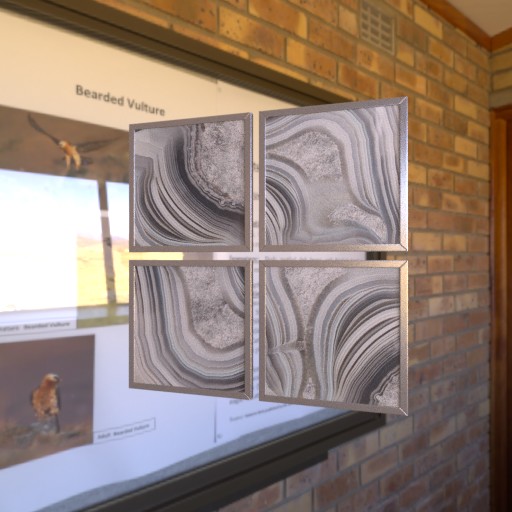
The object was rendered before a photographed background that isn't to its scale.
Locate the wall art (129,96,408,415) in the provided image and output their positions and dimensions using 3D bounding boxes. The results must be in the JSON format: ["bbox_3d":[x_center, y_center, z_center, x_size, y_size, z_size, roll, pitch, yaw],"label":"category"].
[{"bbox_3d":[0.000,0.000,1.729,1.118,1.118,0.029,0,0,17],"label":"wall art"}]
